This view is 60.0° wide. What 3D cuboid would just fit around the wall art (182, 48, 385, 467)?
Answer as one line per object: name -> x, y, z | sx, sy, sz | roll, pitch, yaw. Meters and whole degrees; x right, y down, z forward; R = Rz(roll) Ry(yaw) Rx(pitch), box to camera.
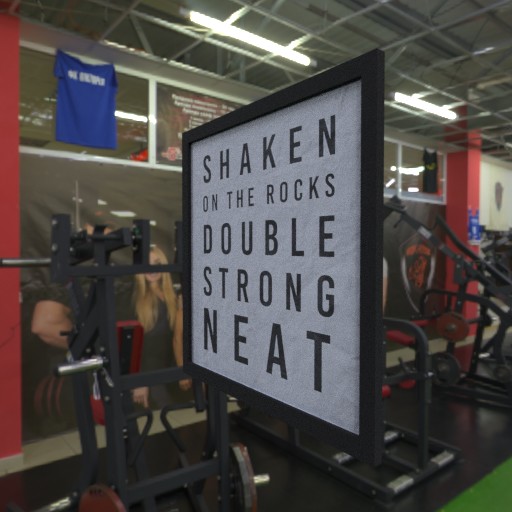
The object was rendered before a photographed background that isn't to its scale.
wall art -> 0.000, 0.000, 0.671 | 0.013, 0.458, 0.456 | -1, 2, -37
